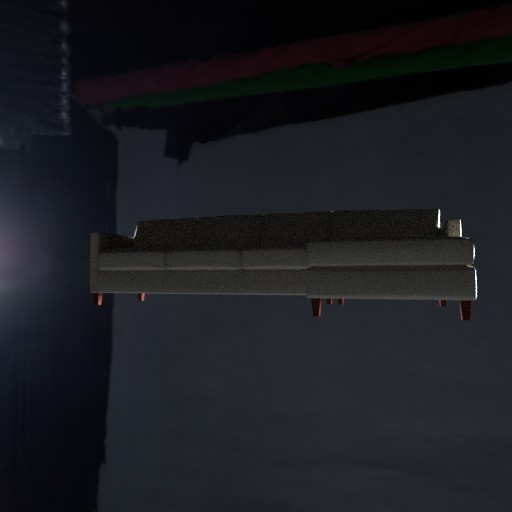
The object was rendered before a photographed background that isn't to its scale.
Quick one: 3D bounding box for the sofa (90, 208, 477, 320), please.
[{"bbox_3d":[0.000,0.000,4.104,3.471,0.954,1.603,-1,-3,17],"label":"sofa"}]
